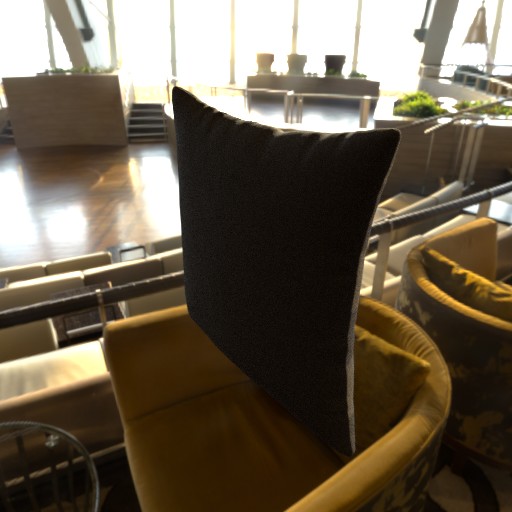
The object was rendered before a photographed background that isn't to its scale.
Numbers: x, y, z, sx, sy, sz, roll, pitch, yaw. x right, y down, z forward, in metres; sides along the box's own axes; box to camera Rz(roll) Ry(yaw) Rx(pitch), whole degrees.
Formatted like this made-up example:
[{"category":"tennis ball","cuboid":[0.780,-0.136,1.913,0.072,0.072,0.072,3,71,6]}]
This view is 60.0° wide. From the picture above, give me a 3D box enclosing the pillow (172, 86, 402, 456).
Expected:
[{"category":"pillow","cuboid":[0.000,0.000,0.766,0.161,0.509,0.511,-19,33,-32]}]
